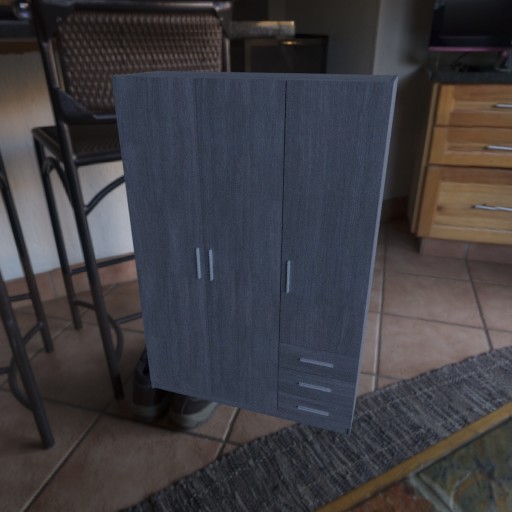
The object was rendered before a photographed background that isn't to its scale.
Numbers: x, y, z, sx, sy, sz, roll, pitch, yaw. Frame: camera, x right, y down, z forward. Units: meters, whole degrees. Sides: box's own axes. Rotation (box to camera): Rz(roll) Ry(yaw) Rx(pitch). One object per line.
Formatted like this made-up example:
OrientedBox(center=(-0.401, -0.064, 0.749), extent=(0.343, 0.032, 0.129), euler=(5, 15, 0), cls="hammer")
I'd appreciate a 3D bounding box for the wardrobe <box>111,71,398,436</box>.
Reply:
OrientedBox(center=(0.000, 0.000, 2.529), extent=(1.290, 1.910, 0.510), euler=(8, 27, 16), cls="wardrobe")
